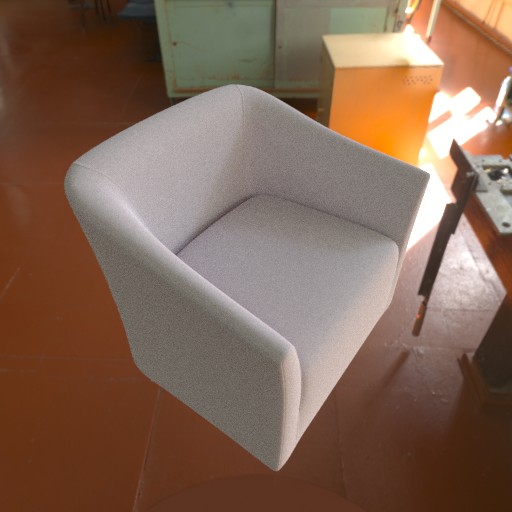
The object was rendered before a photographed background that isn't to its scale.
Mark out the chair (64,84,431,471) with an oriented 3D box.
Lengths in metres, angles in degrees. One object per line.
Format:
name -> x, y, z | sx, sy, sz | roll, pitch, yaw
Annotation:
chair -> 0.000, 0.000, 1.321 | 0.700, 0.720, 0.790 | 26, 48, 26
